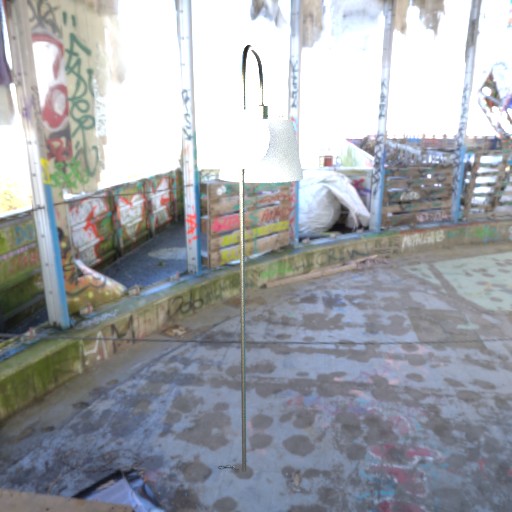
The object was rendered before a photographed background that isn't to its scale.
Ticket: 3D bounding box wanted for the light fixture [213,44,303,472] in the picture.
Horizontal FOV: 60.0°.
[{"bbox_3d":[0.000,0.000,0.469,0.092,0.399,0.176,2,16,8],"label":"light fixture"}]
